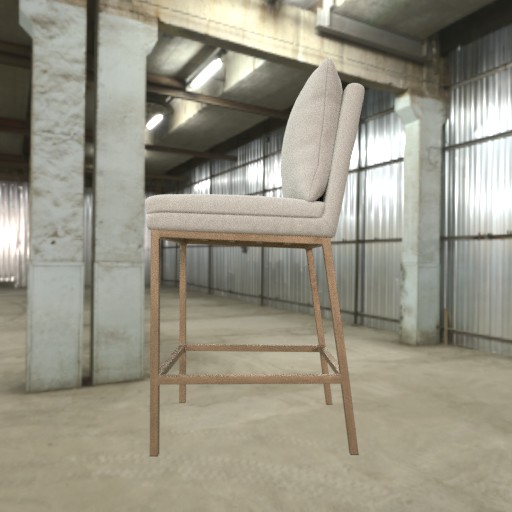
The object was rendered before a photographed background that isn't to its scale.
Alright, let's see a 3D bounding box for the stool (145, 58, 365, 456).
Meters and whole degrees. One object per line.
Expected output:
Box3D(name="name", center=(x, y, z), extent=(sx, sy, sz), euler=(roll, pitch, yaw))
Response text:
Box3D(name="stool", center=(0.000, 0.000, 1.357), extent=(0.572, 1.032, 0.463), euler=(0, 0, 0))
